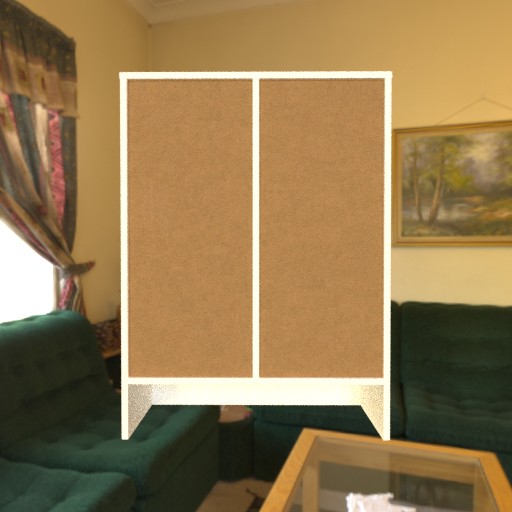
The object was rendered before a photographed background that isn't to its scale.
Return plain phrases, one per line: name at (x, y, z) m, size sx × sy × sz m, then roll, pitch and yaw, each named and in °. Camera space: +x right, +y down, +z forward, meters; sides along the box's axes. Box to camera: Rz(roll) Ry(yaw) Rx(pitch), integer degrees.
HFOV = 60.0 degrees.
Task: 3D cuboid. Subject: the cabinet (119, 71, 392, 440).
cabinet at (0.000, 0.000, 1.129) m, size 0.600 × 0.815 × 0.296 m, roll 0°, pitch 1°, yaw 0°
